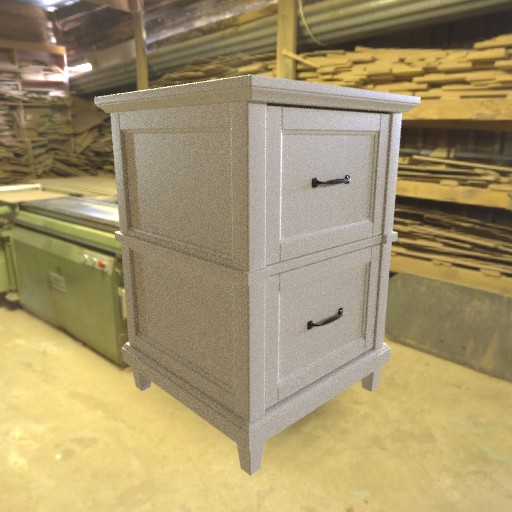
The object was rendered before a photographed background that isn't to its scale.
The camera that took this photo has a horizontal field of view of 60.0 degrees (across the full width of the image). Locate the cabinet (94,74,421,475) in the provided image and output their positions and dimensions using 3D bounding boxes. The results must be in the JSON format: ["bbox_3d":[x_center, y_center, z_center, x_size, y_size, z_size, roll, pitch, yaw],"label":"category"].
[{"bbox_3d":[0.000,0.000,1.144,0.544,0.775,0.547,-14,20,-42],"label":"cabinet"}]
